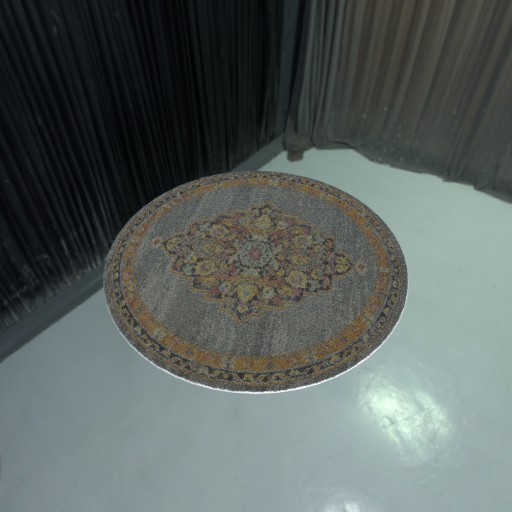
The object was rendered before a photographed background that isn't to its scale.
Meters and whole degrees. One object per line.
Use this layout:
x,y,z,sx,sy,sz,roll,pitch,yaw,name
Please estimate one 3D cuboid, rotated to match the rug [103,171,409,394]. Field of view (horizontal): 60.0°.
0.000,0.000,2.388,1.598,0.010,1.598,0,45,0,rug
